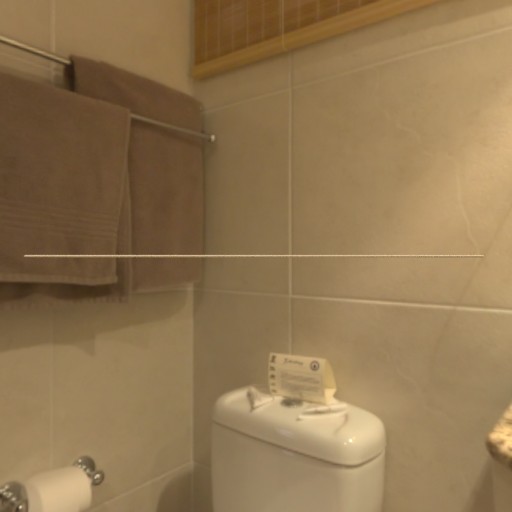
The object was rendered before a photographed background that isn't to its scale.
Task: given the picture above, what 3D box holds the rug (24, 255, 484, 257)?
[{"bbox_3d":[0.000,0.000,3.992,2.945,0.014,2.353,0,0,1],"label":"rug"}]
